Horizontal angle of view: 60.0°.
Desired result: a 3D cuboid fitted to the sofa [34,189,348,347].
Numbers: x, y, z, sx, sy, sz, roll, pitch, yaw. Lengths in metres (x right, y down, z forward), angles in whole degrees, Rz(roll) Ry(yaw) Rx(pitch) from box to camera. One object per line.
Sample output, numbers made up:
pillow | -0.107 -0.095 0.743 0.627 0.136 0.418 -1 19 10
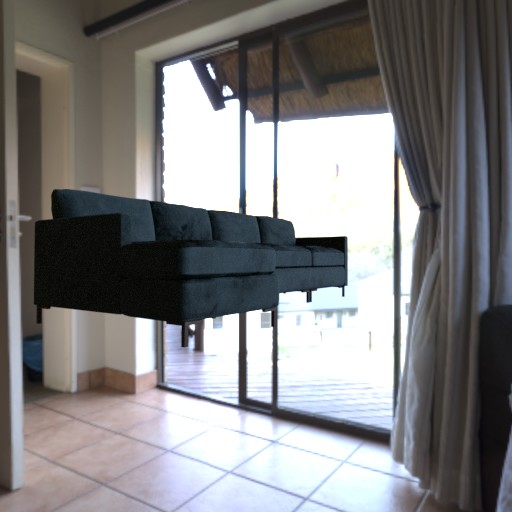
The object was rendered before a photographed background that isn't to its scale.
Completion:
sofa | 0.000 0.000 4.048 1.500 0.967 3.400 0 0 36
